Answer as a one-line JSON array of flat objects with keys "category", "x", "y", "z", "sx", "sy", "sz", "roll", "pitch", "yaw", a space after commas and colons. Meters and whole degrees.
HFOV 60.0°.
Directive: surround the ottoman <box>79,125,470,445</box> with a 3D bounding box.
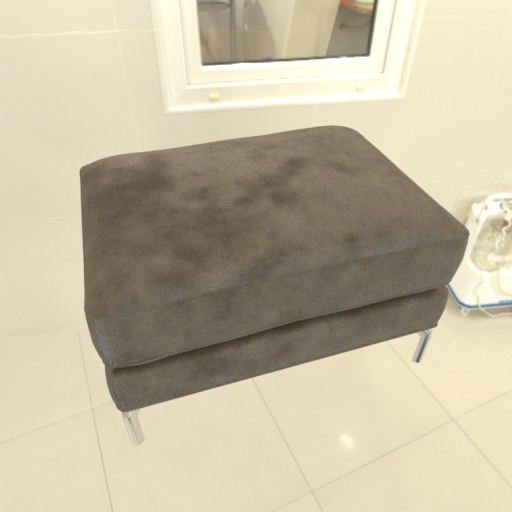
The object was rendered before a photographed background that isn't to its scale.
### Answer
[{"category": "ottoman", "x": 0.000, "y": 0.000, "z": 1.045, "sx": 0.719, "sy": 0.456, "sz": 0.520, "roll": -12, "pitch": 42, "yaw": -13}]
